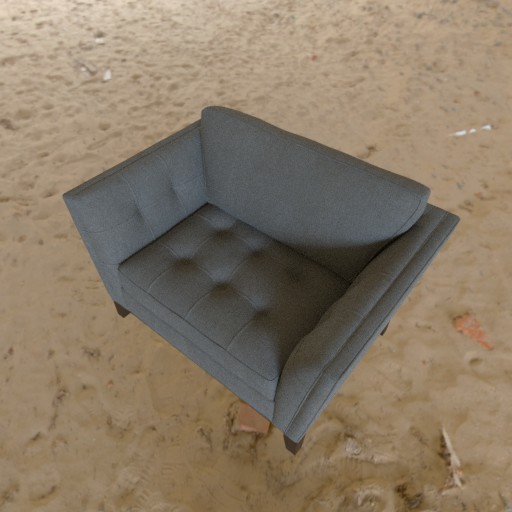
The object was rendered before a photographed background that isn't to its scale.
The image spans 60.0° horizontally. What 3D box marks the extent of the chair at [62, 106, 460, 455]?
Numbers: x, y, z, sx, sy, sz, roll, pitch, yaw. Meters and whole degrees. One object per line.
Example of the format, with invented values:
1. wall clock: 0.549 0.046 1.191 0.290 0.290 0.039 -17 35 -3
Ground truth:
1. chair: 0.000 0.000 2.077 1.396 0.942 0.965 30 53 26
